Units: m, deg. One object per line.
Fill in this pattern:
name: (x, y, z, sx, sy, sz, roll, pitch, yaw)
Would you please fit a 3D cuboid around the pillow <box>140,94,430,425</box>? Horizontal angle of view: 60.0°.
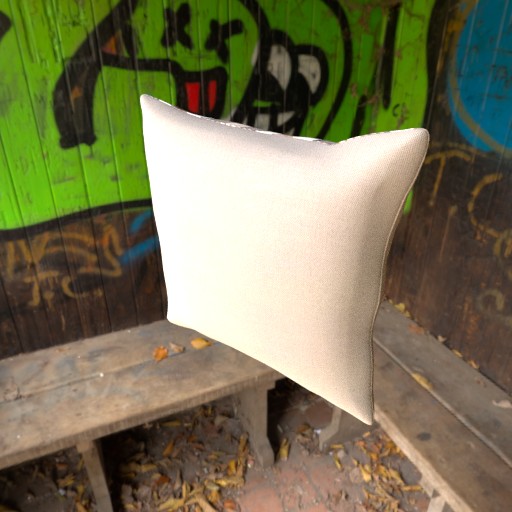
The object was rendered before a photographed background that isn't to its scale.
pillow: (0.000, 0.000, 0.623, 0.416, 0.401, 0.173, 19, 33, 32)
